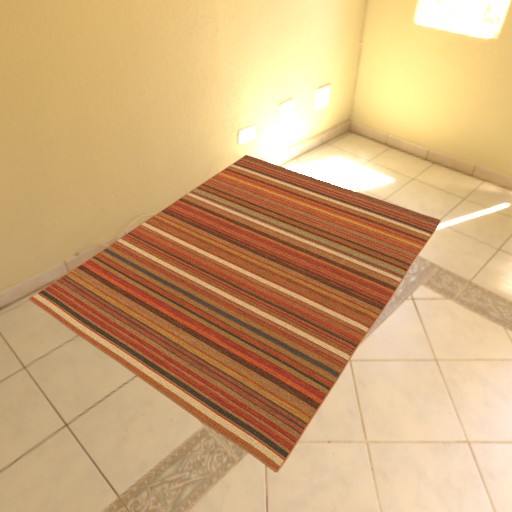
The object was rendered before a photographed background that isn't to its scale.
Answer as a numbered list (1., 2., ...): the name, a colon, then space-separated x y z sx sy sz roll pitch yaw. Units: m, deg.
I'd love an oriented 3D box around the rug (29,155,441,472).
1. rug: 0.000 0.000 4.098 2.479 0.023 3.092 25 46 26
